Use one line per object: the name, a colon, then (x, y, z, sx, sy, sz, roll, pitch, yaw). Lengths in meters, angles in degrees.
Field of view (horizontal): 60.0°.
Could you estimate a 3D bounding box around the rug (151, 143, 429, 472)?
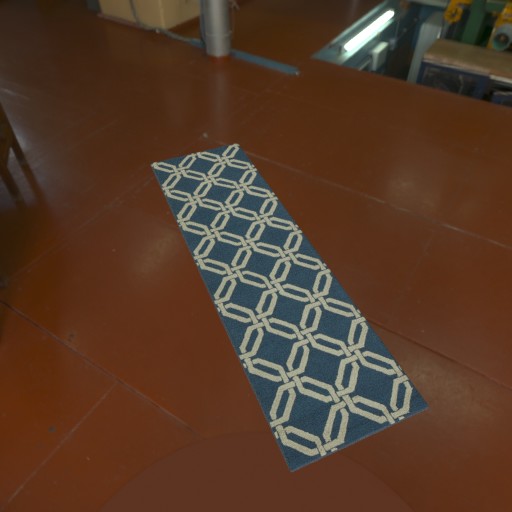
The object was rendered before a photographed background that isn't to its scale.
rug: (0.000, 0.000, 2.565, 0.678, 0.014, 2.276, -17, 49, -16)
